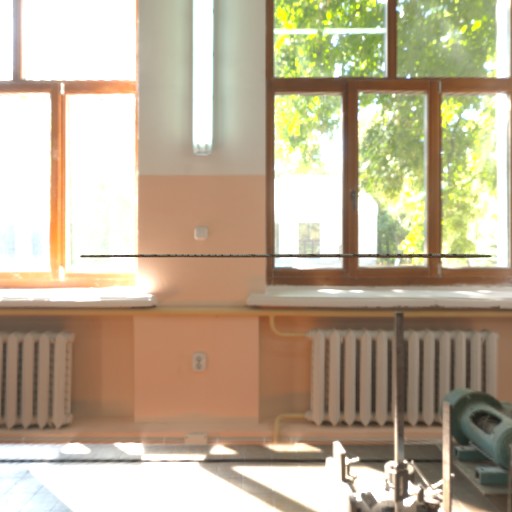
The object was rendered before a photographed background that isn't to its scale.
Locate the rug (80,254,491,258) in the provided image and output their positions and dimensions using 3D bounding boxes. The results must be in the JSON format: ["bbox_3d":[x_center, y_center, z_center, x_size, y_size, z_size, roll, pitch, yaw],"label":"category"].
[{"bbox_3d":[0.000,0.000,2.676,2.439,0.020,0.773,0,0,35],"label":"rug"}]
